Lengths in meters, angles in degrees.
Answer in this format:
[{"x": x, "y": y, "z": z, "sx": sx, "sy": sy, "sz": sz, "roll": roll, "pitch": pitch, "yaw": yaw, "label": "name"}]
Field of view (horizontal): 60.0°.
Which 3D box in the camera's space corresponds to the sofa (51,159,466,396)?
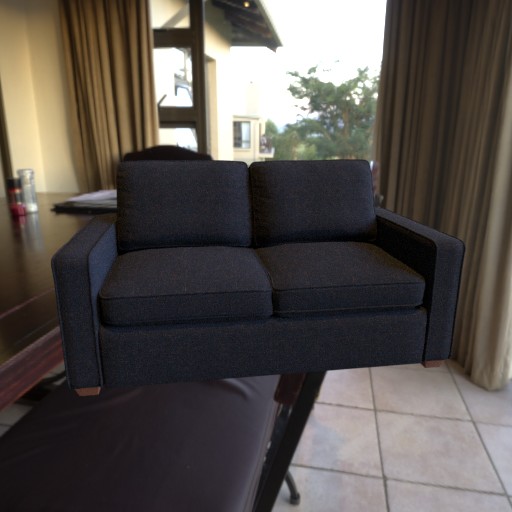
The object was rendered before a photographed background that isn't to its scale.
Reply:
[{"x": 0.000, "y": 0.000, "z": 2.238, "sx": 1.709, "sy": 0.918, "sz": 0.947, "roll": -2, "pitch": 16, "yaw": -8, "label": "sofa"}]
